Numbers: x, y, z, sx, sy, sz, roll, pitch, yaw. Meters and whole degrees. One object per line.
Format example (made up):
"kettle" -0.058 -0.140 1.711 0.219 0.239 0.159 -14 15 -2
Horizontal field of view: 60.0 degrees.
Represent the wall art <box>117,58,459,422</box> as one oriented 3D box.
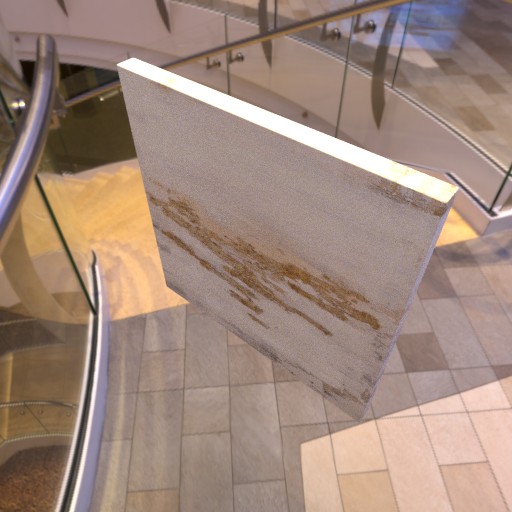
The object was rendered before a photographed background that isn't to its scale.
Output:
"wall art" 0.000 0.000 0.886 0.611 0.613 0.040 31 53 26
